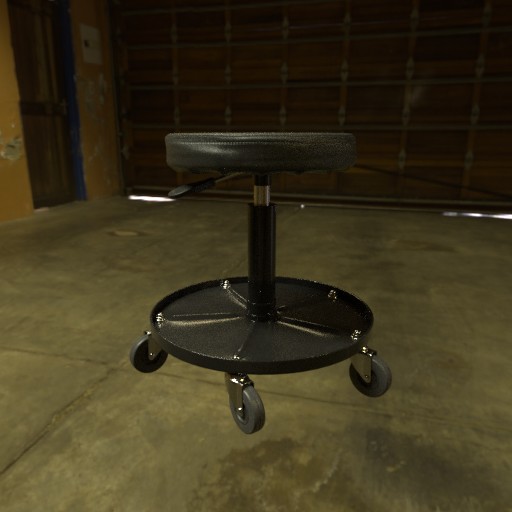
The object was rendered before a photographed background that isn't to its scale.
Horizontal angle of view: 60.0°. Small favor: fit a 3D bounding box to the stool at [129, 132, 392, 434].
[{"bbox_3d":[0.000,0.000,0.685,0.382,0.365,0.381,-8,17,-27],"label":"stool"}]
